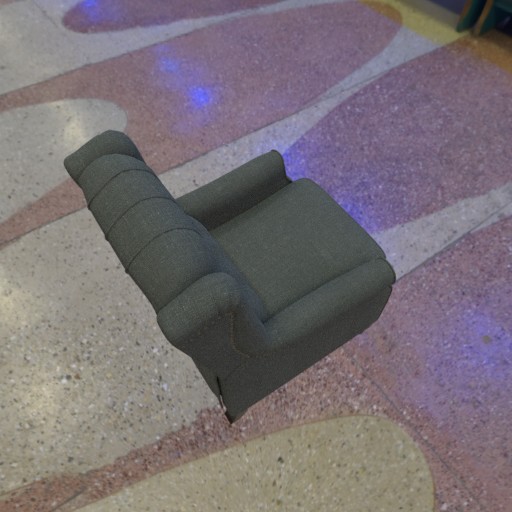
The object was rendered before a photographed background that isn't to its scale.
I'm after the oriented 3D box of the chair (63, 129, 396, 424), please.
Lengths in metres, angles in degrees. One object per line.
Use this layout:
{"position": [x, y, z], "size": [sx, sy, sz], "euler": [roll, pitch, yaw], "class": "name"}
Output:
{"position": [0.000, 0.000, 1.603], "size": [0.898, 1.035, 0.742], "euler": [-29, 60, -18], "class": "chair"}
